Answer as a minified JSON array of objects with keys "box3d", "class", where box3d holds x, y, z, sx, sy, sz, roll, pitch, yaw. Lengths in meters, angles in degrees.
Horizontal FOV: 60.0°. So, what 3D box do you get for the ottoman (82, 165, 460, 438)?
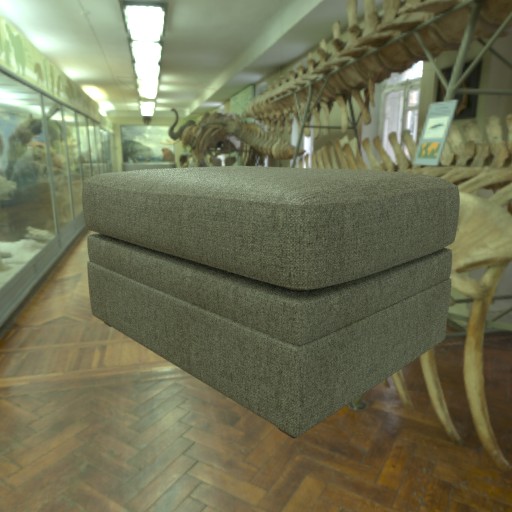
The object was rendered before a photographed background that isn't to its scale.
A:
[{"box3d":[0.000,0.000,1.230,0.637,0.478,0.885,-13,19,-42],"class":"ottoman"}]
